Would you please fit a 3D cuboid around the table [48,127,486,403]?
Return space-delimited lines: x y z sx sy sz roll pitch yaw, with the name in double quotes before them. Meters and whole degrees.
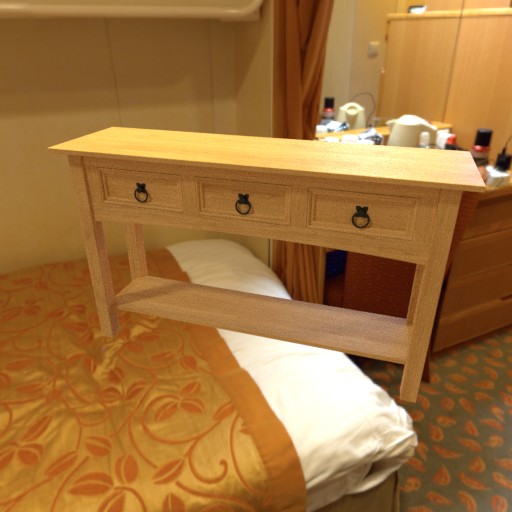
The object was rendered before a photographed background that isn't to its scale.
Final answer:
"table" 0.000 0.000 1.517 1.240 0.730 0.350 8 28 16
